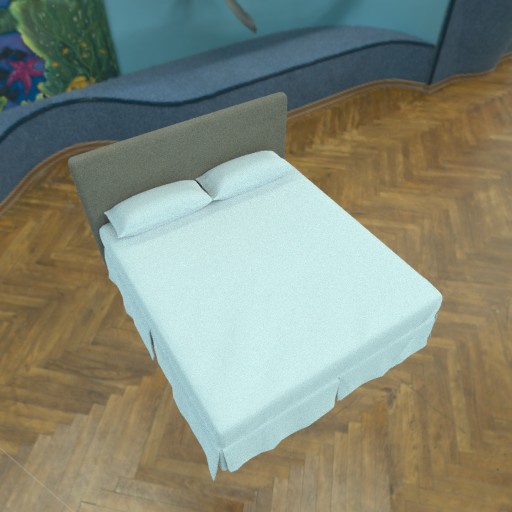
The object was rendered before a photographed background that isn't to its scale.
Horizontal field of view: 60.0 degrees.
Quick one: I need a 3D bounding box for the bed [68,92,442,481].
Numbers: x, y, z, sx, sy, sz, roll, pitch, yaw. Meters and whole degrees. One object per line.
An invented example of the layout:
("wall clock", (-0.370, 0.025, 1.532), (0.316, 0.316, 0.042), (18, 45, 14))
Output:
("bed", (0.000, 0.000, 3.594), (2.119, 1.317, 2.341), (-25, 52, -22))
